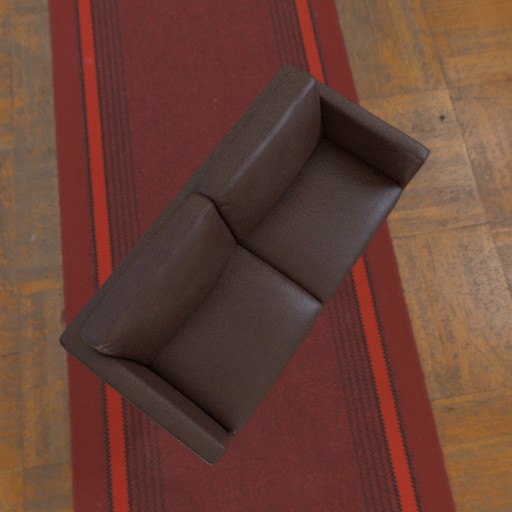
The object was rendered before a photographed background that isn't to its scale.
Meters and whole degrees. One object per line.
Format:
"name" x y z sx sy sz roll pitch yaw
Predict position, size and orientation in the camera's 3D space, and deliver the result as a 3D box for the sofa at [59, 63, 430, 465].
"sofa" 0.000 0.000 2.440 0.951 0.933 1.883 35 78 9
